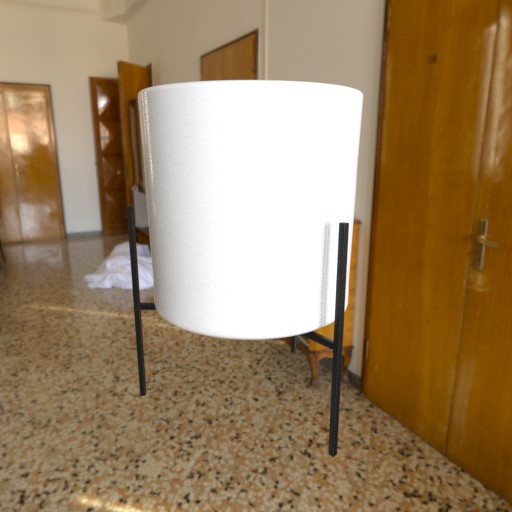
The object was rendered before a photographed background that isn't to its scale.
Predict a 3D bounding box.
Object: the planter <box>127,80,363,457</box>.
[{"bbox_3d":[0.000,0.000,0.630,0.307,0.431,0.308,7,16,26],"label":"planter"}]
